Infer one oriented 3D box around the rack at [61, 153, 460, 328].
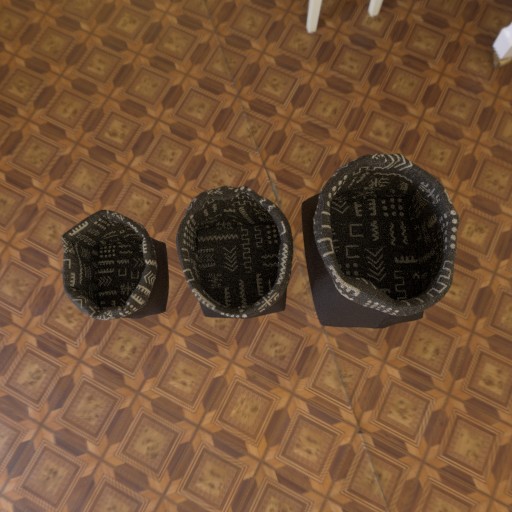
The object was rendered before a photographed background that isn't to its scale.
[{"bbox_3d":[0.000,0.000,1.073,0.905,0.323,0.379,-5,75,-1],"label":"rack"}]
